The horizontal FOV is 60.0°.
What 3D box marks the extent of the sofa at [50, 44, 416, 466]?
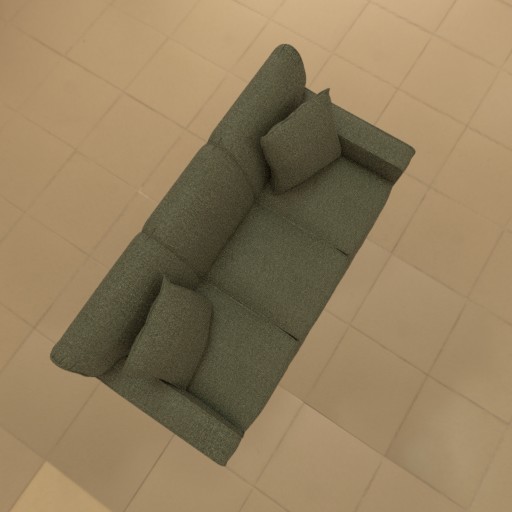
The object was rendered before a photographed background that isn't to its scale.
[{"bbox_3d":[0.000,0.000,2.554,0.997,0.958,2.024,32,78,8],"label":"sofa"}]
